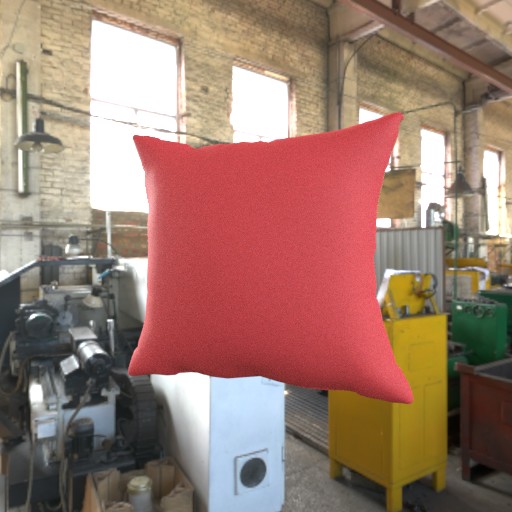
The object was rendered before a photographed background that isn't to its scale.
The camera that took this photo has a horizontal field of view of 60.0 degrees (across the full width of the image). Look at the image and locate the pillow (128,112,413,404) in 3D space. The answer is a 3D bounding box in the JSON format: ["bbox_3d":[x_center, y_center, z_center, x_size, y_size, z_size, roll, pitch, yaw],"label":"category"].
[{"bbox_3d":[0.000,0.000,0.836,0.559,0.501,0.229,0,0,18],"label":"pillow"}]
